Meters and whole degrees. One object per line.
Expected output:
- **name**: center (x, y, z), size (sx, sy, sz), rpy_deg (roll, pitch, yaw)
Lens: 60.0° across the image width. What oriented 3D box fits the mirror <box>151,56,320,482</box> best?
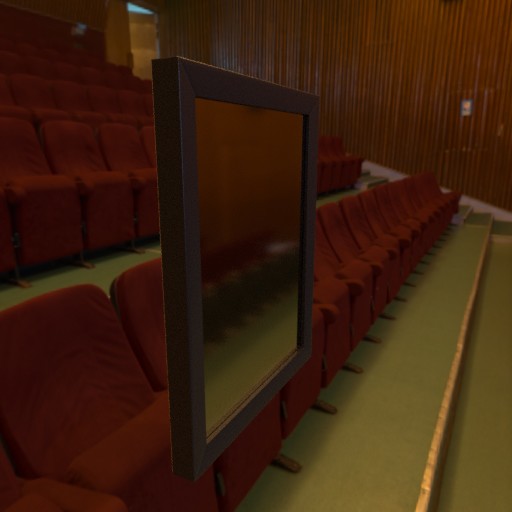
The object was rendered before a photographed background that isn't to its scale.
- **mirror**: center (0.000, 0.000, 0.690), size (0.041, 0.508, 0.405), rpy_deg (7, 16, 28)
